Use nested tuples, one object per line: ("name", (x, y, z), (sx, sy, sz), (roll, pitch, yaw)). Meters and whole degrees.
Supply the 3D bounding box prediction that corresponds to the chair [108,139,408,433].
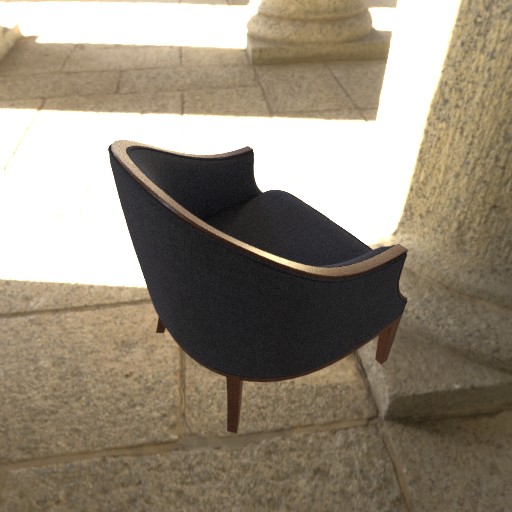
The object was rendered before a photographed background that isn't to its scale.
("chair", (0.000, 0.000, 1.482), (0.735, 0.876, 0.803), (-26, 48, -27))
